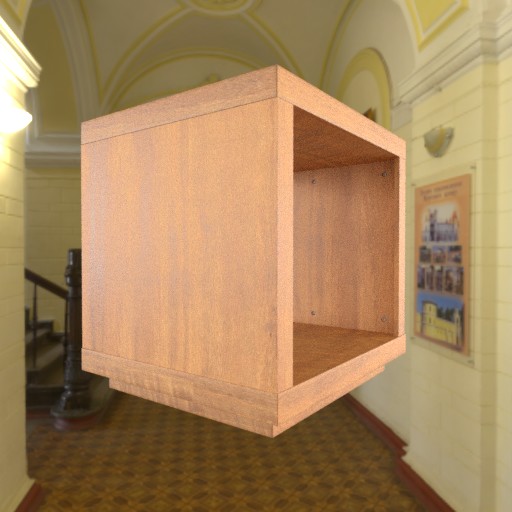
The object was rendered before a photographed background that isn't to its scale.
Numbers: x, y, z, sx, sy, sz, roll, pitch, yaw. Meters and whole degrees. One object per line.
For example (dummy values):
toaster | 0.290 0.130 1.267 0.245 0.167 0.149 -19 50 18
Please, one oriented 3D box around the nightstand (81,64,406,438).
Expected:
nightstand | 0.000 0.000 0.881 0.436 0.491 0.493 1 1 37
